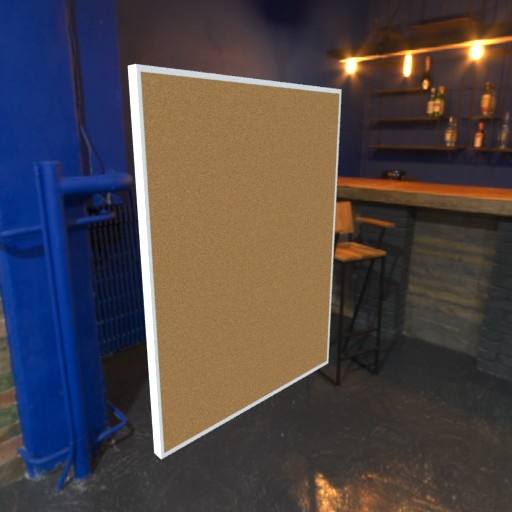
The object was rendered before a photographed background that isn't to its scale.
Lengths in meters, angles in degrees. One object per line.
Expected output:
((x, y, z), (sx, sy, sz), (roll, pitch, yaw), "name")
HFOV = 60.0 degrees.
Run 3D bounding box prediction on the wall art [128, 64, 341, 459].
((0.000, 0.000, 1.414), (0.795, 1.050, 0.039), (-14, 21, -43), "wall art")
